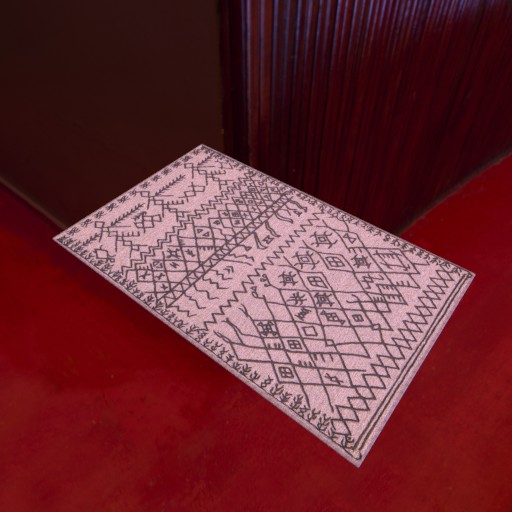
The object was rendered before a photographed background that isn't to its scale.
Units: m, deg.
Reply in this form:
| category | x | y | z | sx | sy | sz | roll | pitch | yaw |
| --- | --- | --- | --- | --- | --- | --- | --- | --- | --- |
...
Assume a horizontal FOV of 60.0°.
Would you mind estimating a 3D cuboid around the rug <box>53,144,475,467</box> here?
| category | x | y | z | sx | sy | sz | roll | pitch | yaw |
| --- | --- | --- | --- | --- | --- | --- | --- | --- | --- |
| rug | 0.000 | 0.000 | 3.002 | 2.444 | 0.012 | 1.526 | 30 | 54 | 25 |
